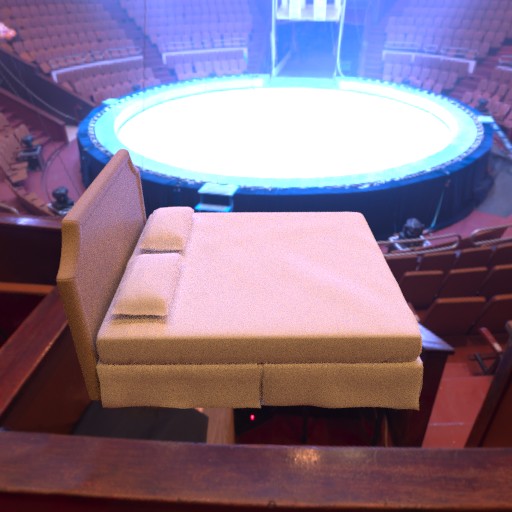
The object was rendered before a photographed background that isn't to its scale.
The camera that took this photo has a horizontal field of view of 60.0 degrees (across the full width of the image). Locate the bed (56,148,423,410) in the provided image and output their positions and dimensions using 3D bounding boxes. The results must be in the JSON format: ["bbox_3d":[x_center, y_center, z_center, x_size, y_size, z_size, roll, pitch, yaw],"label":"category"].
[{"bbox_3d":[0.000,0.000,4.227,2.773,1.590,2.350,0,31,-1],"label":"bed"}]
